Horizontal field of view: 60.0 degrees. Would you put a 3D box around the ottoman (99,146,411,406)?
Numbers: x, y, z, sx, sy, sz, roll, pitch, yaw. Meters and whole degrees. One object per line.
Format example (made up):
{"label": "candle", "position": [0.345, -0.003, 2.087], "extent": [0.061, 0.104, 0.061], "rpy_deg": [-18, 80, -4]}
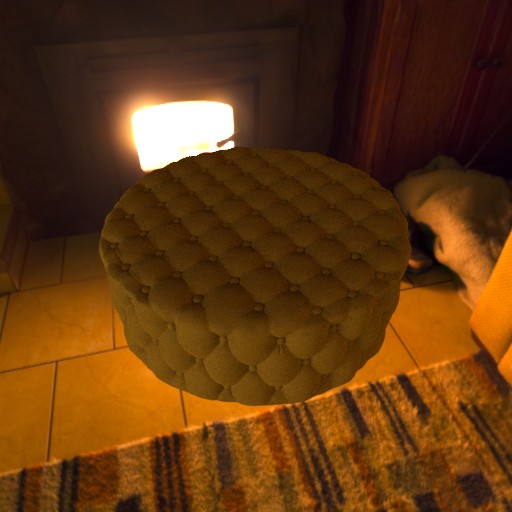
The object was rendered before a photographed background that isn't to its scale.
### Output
{"label": "ottoman", "position": [0.000, 0.000, 1.545], "extent": [0.998, 0.399, 0.998], "rpy_deg": [0, 40, 0]}
